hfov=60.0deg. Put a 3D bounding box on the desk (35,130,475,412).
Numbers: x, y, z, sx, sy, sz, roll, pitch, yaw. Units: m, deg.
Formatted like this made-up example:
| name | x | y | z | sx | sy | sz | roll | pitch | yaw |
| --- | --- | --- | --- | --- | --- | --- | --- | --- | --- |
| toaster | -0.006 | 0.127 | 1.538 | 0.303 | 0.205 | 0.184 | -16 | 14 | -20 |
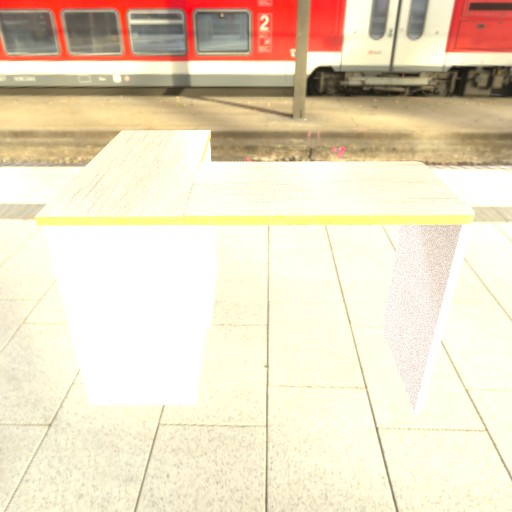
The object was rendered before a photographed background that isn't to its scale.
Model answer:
| name | x | y | z | sx | sy | sz | roll | pitch | yaw |
| --- | --- | --- | --- | --- | --- | --- | --- | --- | --- |
| desk | 0.000 | 0.000 | 1.745 | 1.170 | 0.760 | 0.900 | 0 | 30 | 0 |
